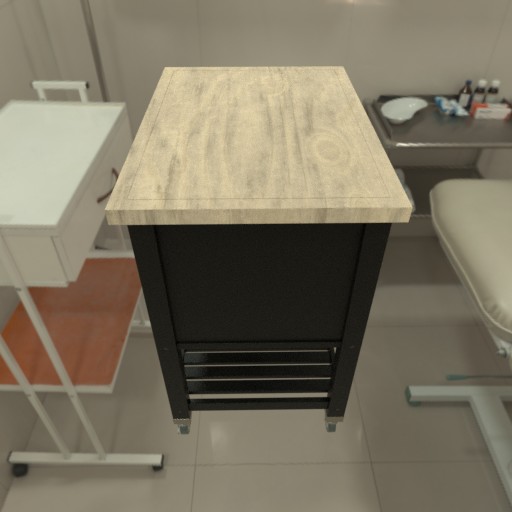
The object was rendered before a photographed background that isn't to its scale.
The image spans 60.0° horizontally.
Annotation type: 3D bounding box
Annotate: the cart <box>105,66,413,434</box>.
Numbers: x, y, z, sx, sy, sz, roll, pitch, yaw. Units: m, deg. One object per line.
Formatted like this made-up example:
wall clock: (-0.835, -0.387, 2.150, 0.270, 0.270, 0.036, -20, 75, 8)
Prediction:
cart: (0.000, 0.000, 1.417, 0.567, 0.920, 0.797, -1, 41, -1)
